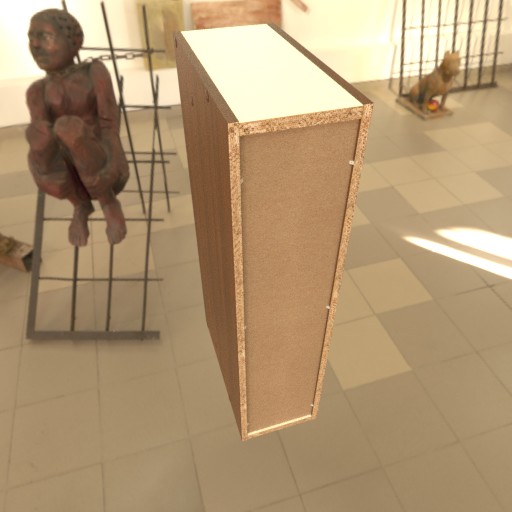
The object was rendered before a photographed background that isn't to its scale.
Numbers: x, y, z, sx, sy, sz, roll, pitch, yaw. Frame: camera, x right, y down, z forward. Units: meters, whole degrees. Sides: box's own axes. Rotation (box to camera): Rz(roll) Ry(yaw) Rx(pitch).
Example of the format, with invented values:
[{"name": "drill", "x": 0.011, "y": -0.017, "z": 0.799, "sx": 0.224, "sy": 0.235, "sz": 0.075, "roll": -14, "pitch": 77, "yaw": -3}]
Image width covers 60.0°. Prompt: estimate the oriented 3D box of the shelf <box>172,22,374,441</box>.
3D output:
[{"name": "shelf", "x": 0.000, "y": 0.000, "z": 0.708, "sx": 0.147, "sy": 0.600, "sz": 0.290, "roll": -12, "pitch": 43, "yaw": -13}]
